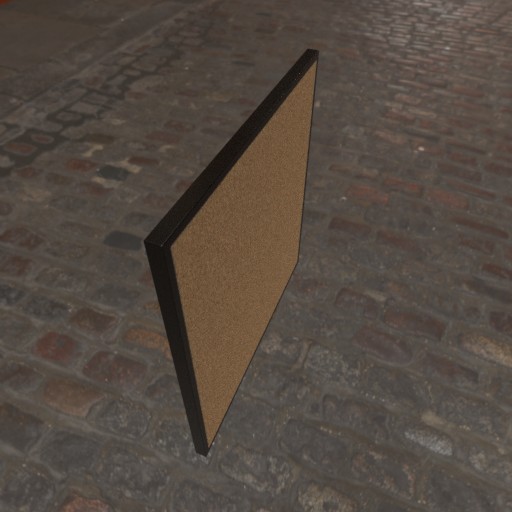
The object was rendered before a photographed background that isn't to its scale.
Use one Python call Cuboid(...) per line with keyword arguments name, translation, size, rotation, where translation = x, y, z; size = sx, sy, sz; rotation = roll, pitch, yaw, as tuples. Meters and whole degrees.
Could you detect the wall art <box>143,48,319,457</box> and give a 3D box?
Cuboid(name="wall art", translation=(0.000, 0.000, 0.520), size=(0.014, 0.349, 0.349), rotation=(16, 47, 15))
